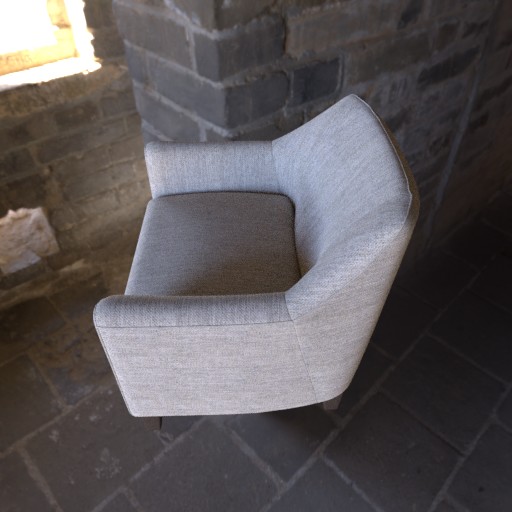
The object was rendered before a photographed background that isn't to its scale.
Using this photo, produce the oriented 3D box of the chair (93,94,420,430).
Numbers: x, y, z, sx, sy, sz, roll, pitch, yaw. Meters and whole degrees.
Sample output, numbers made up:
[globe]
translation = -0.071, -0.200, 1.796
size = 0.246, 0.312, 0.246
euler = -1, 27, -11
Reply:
[chair]
translation = 0.000, 0.000, 1.374
size = 0.758, 0.761, 0.796
euler = -1, 43, -1
